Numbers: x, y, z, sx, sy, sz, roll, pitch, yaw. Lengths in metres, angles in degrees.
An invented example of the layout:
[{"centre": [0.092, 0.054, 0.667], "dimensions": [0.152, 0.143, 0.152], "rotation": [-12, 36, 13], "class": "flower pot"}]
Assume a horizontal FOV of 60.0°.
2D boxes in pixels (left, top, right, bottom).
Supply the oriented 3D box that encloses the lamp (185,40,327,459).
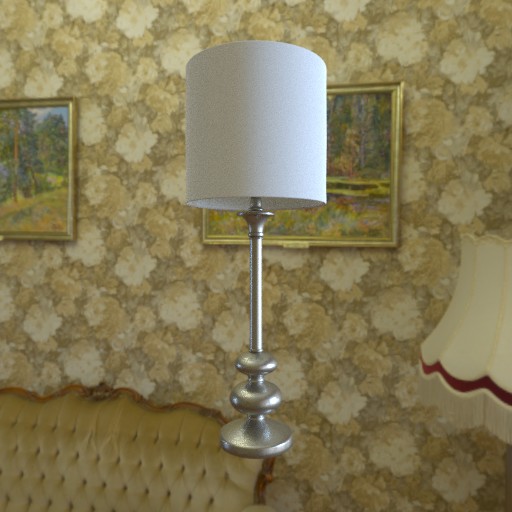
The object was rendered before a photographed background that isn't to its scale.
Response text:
[{"centre": [0.000, 0.000, 0.812], "dimensions": [0.254, 0.690, 0.254], "rotation": [-1, 1, -36], "class": "lamp"}]
